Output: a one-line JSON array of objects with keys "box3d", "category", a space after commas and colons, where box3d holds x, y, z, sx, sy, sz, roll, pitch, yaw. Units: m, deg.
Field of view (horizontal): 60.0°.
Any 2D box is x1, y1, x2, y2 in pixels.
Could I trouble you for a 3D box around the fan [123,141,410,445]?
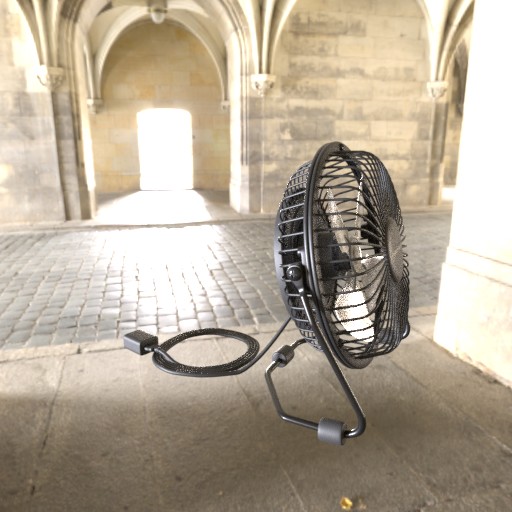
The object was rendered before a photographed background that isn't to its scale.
[{"box3d": [0.000, 0.000, 0.305, 0.202, 0.152, 0.153, 7, 15, 27], "category": "fan"}]
